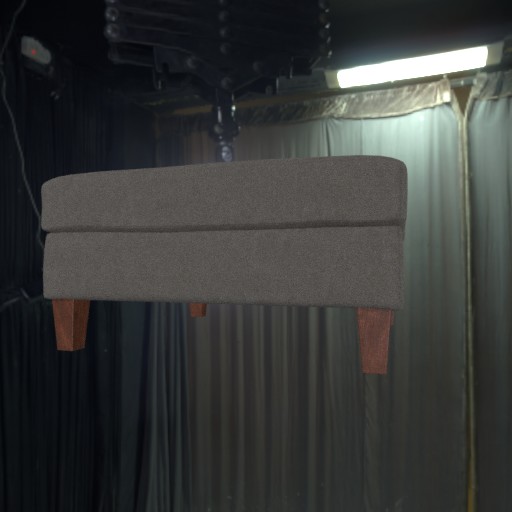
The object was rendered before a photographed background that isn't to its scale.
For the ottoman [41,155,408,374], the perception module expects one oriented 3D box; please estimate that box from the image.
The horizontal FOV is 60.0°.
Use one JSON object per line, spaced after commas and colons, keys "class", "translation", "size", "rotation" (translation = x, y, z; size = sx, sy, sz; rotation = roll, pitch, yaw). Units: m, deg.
{"class": "ottoman", "translation": [0.000, 0.000, 1.369], "size": [0.881, 0.482, 0.861], "rotation": [0, -1, 18]}
